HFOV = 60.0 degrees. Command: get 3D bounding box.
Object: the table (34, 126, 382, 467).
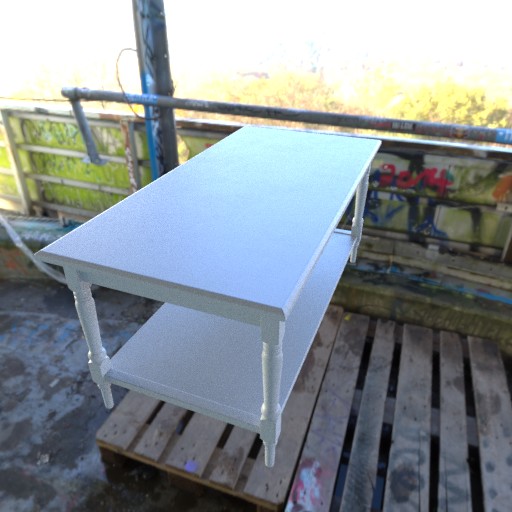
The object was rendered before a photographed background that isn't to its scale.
[{"bbox_3d":[0.000,0.000,1.400,0.551,0.506,1.109,12,32,19],"label":"table"}]
